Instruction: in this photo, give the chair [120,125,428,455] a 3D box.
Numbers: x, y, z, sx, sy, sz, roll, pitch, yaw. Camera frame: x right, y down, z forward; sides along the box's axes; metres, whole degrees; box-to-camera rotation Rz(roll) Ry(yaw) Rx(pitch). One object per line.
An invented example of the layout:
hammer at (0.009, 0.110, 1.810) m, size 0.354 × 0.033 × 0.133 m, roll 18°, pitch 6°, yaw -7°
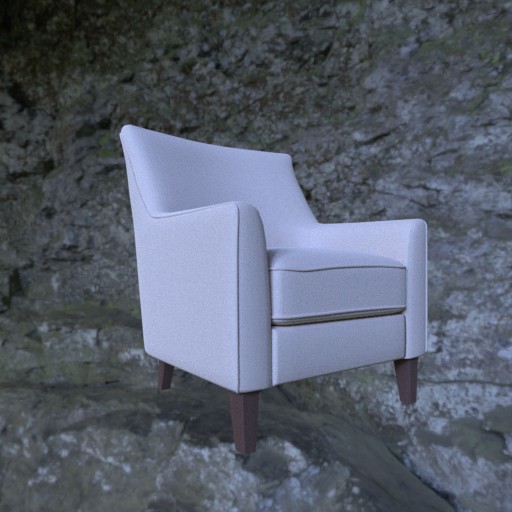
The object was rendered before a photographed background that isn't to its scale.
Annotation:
chair at (0.000, 0.000, 1.526) m, size 0.756 × 0.916 × 0.879 m, roll 1°, pitch -1°, yaw -36°
